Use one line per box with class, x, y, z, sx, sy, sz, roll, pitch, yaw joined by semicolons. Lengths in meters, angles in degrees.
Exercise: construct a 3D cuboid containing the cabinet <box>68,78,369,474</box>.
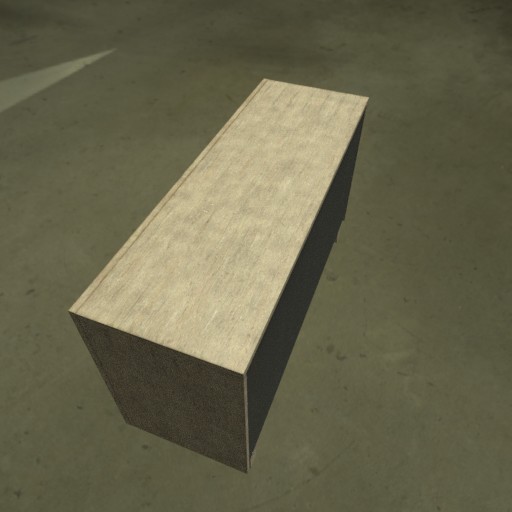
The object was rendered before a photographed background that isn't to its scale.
cabinet;0.000;0.000;1.878;0.511;0.825;1.460;16;49;15
